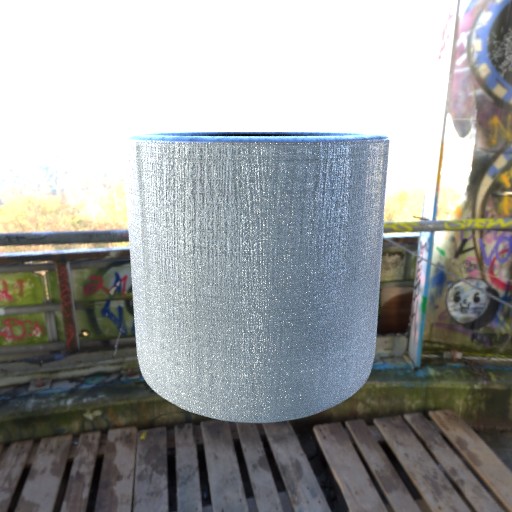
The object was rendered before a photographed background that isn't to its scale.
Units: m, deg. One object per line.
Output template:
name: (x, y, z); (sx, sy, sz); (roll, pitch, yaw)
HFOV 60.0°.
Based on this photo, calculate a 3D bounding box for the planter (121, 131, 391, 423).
planter: (0.000, 0.000, 0.291); (0.160, 0.156, 0.160); (0, 17, 0)
